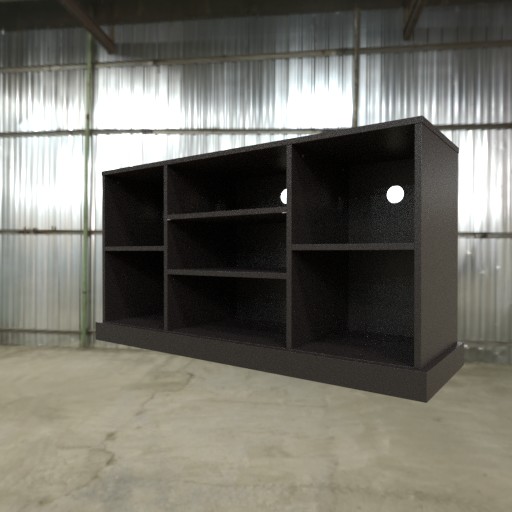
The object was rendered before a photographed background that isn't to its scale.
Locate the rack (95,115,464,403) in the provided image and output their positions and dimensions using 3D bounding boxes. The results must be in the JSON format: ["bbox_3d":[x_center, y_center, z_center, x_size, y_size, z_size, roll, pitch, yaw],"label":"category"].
[{"bbox_3d":[0.000,0.000,1.481,1.206,0.635,0.399,0,1,36],"label":"rack"}]
